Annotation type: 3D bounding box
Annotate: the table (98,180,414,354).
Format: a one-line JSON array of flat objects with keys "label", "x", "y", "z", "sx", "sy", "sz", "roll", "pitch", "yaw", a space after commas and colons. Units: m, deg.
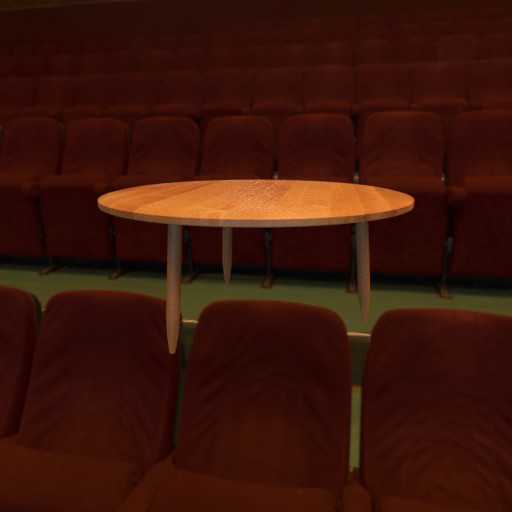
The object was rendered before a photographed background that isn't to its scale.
[{"label": "table", "x": 0.000, "y": 0.000, "z": 1.381, "sx": 0.900, "sy": 0.400, "sz": 0.900, "roll": 0, "pitch": 14, "yaw": 0}]
